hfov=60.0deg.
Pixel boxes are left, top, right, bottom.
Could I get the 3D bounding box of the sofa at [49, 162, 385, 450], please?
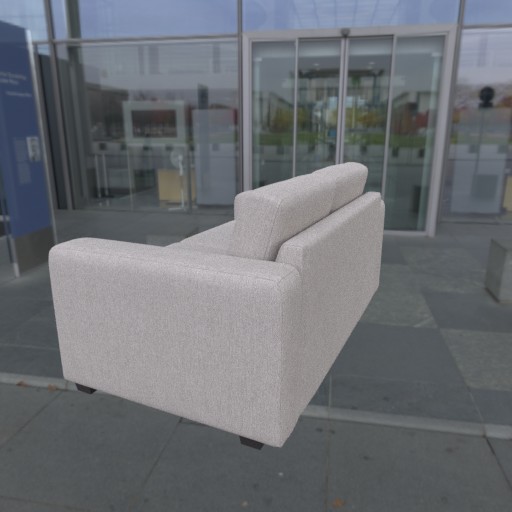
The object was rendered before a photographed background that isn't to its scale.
[{"bbox_3d":[0.000,0.000,2.038,0.900,0.800,1.540,7,18,24],"label":"sofa"}]
